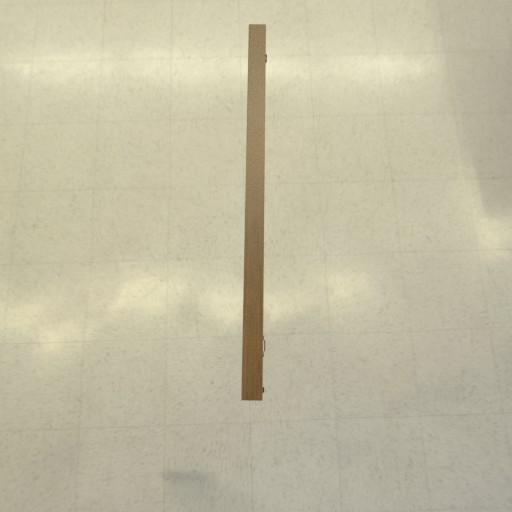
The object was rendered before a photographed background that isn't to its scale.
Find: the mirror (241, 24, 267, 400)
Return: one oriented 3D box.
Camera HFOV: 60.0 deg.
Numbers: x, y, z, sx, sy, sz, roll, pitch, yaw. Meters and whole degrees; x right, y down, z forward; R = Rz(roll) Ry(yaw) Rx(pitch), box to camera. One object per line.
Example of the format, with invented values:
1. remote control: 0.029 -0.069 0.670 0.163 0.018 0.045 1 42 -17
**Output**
1. mirror: 0.000 0.000 1.342 0.041 1.016 0.762 1 76 0
